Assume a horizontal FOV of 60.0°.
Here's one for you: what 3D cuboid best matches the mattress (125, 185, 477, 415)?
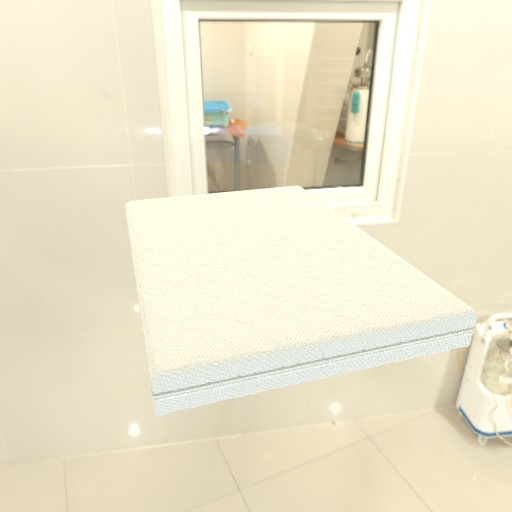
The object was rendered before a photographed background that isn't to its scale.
[{"bbox_3d":[0.000,0.000,2.617,1.400,0.200,2.000,-8,26,-16],"label":"mattress"}]
